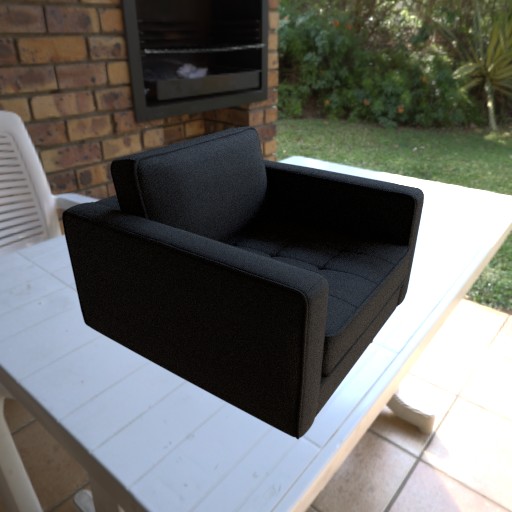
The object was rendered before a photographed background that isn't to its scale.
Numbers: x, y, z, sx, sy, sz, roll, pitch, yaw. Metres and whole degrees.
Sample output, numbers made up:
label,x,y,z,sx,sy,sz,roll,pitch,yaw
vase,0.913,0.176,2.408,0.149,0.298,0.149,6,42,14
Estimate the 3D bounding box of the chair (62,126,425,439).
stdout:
label,x,y,z,sx,sy,sz,roll,pitch,yaw
chair,0.000,0.000,1.584,0.919,0.770,0.899,18,32,31
